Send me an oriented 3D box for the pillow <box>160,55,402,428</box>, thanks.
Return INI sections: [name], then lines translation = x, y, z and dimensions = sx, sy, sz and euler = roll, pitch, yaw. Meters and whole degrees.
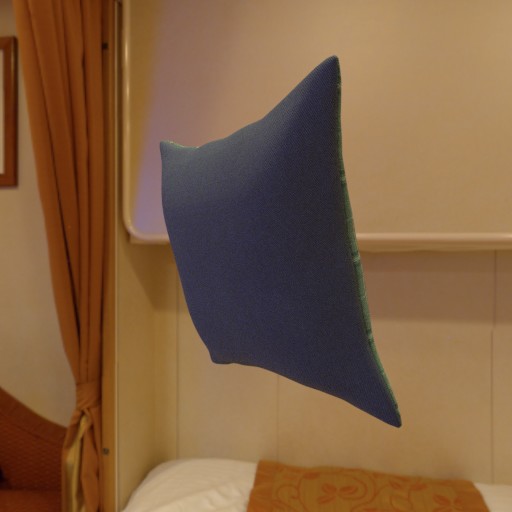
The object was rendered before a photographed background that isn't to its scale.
[pillow]
translation = 0.000, 0.000, 0.683
dimensions = 0.200, 0.430, 0.453
euler = 0, 0, -36
